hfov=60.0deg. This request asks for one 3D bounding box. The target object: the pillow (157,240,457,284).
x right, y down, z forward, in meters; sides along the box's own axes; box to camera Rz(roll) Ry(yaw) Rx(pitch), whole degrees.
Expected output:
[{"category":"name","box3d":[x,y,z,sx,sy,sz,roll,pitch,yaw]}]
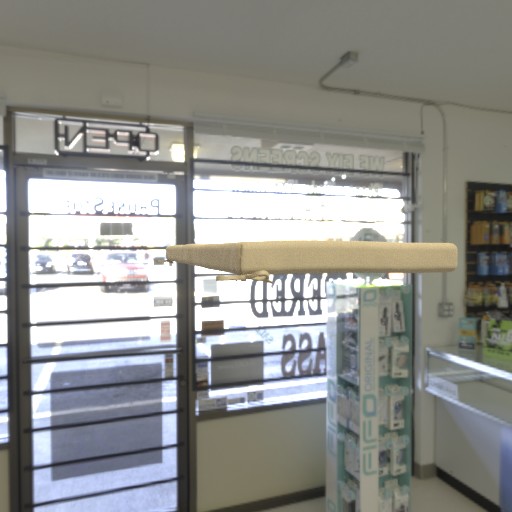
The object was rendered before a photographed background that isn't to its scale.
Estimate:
[{"category":"pillow","box3d":[0.000,0.000,1.348,0.492,0.081,1.187,0,1,-18]}]
